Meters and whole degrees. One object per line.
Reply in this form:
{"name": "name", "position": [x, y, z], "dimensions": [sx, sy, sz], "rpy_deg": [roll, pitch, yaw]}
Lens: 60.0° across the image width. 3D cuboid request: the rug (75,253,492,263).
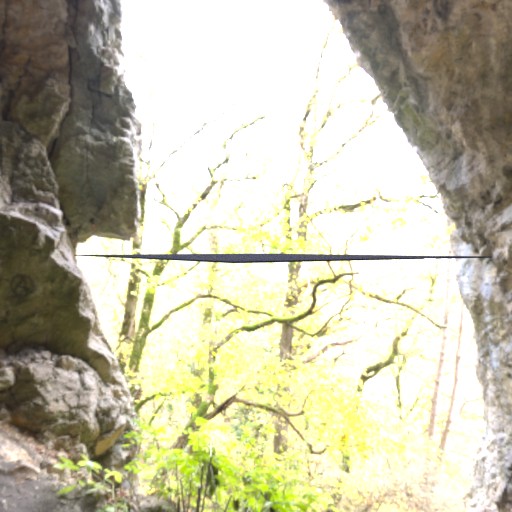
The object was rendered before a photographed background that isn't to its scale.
{"name": "rug", "position": [0.000, 0.000, 4.036], "dimensions": [2.438, 0.010, 3.048], "rpy_deg": [-1, 1, -36]}
